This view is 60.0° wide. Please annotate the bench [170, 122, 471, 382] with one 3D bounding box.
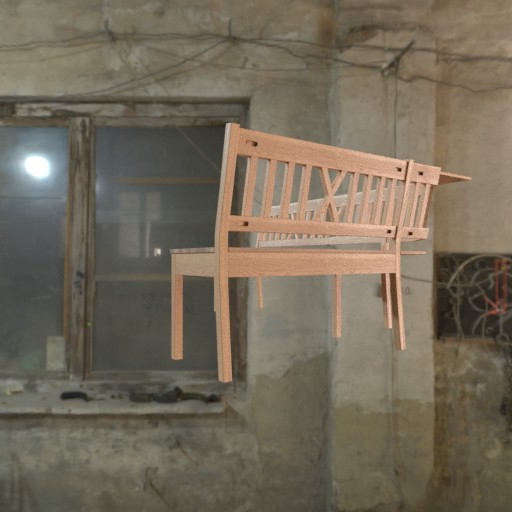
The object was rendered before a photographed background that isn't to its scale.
[{"bbox_3d":[0.000,0.000,2.742,1.537,0.902,1.937,0,-1,-34],"label":"bench"}]
